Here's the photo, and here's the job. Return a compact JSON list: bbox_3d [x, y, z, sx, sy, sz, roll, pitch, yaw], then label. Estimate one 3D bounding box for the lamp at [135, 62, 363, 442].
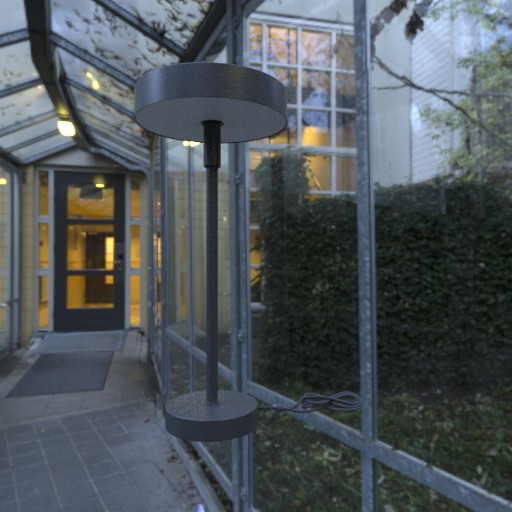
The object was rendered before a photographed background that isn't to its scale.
[{"bbox_3d":[0.000,0.000,0.697,0.369,0.508,0.229,0,0,-19],"label":"lamp"}]
